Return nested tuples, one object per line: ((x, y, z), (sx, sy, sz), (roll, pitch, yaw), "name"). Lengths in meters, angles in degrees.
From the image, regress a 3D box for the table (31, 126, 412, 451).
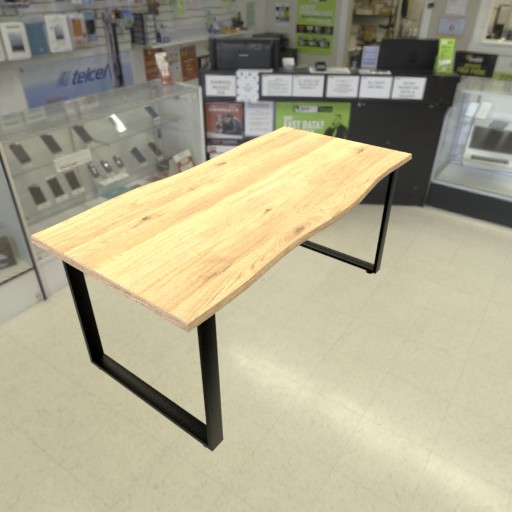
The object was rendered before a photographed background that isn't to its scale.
((0.000, 0.000, 2.325), (0.900, 0.780, 1.800), (22, 39, 30), "table")
